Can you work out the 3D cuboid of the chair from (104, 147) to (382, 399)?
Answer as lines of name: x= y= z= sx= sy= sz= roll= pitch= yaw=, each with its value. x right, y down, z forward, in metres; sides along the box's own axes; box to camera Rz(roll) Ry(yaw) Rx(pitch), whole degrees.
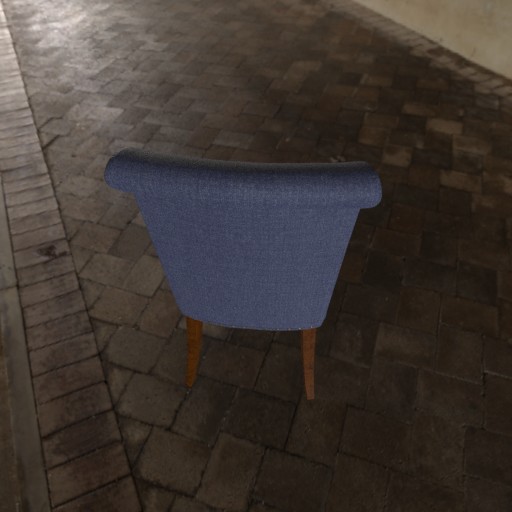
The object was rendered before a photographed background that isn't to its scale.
chair: x=0.000 y=0.000 z=1.328 sx=0.513 sy=0.988 sz=0.608 roll=5 pitch=46 yaw=4
